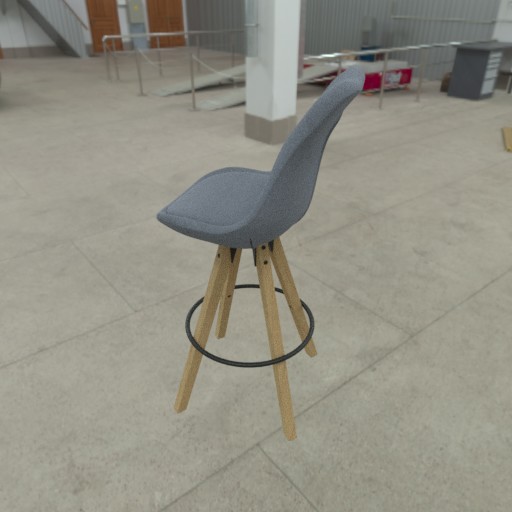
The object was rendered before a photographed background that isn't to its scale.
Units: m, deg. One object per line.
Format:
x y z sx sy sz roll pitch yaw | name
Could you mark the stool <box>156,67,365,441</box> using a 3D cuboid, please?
0.000 0.000 1.425 0.550 1.115 0.485 8 31 14 | stool
